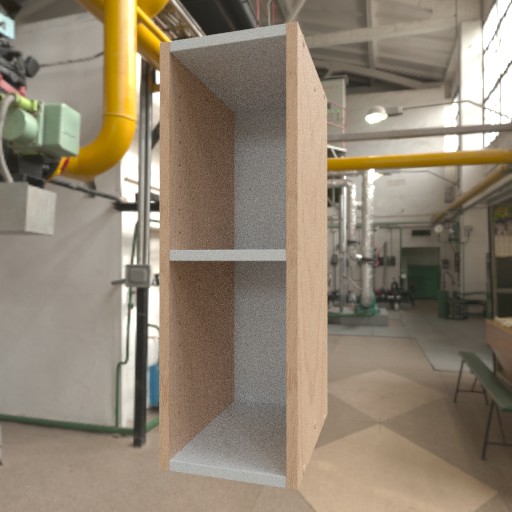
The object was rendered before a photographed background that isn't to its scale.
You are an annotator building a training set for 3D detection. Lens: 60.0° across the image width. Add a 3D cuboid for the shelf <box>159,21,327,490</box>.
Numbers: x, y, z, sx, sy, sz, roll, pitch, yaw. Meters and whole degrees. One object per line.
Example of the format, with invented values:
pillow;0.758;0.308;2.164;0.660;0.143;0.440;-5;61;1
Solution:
shelf;0.000;0.000;0.733;0.200;0.600;0.290;0;0;17
